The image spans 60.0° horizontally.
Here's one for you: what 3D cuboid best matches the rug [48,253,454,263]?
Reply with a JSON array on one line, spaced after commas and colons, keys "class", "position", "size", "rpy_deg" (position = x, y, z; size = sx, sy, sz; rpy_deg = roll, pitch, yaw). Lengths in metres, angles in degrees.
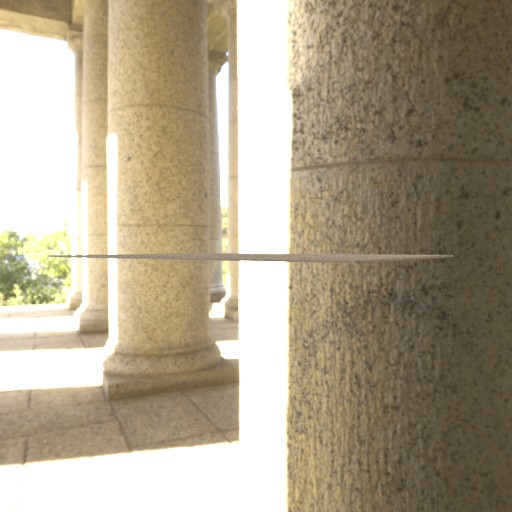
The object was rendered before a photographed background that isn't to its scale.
[{"class": "rug", "position": [0.000, 0.000, 4.222], "size": [3.051, 0.020, 2.407], "rpy_deg": [1, 1, 35]}]
